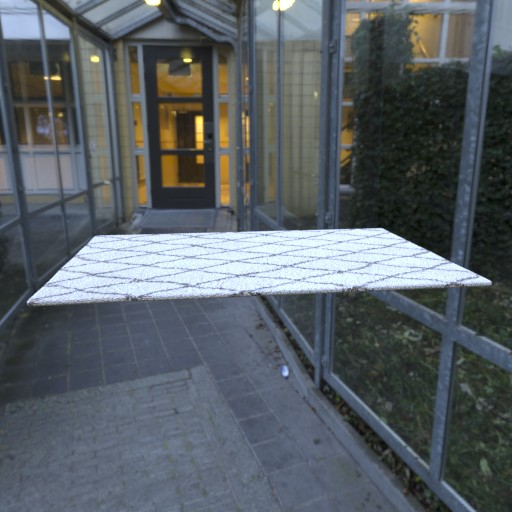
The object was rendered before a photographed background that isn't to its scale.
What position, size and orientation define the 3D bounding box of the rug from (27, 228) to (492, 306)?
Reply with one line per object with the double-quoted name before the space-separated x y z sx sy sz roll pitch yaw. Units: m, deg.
"rug" 0.000 0.000 3.019 2.438 0.030 1.524 -2 15 -7
